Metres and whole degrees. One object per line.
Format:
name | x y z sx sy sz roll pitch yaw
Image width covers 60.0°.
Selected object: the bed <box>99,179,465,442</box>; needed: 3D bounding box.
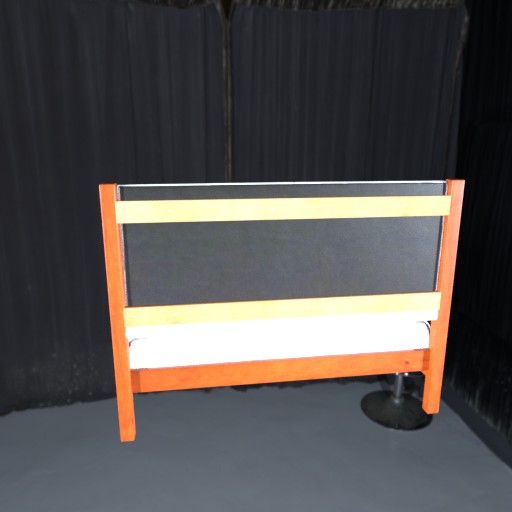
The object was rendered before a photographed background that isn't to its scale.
bed | 0.000 0.000 3.001 1.566 1.165 2.117 -2 14 -8
